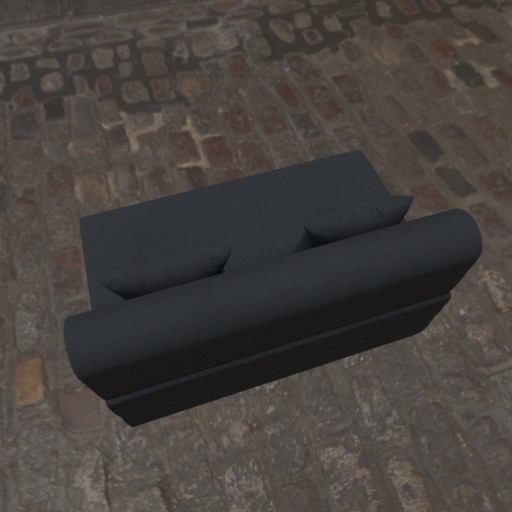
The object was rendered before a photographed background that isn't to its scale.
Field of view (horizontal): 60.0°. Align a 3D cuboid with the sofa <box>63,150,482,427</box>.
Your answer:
[{"bbox_3d":[0.000,0.000,1.658,1.225,0.670,0.762,-15,60,-9],"label":"sofa"}]
